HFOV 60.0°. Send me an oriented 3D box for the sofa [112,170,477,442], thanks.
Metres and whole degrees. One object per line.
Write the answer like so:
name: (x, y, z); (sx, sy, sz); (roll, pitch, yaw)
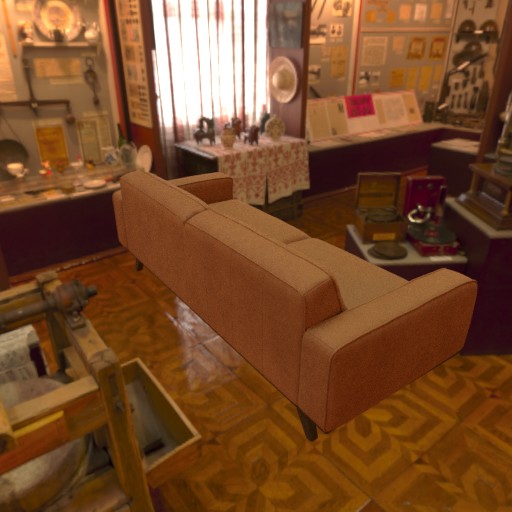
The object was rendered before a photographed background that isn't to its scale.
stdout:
sofa: (0.000, 0.000, 2.680); (0.953, 0.780, 2.270); (-18, 31, -32)
